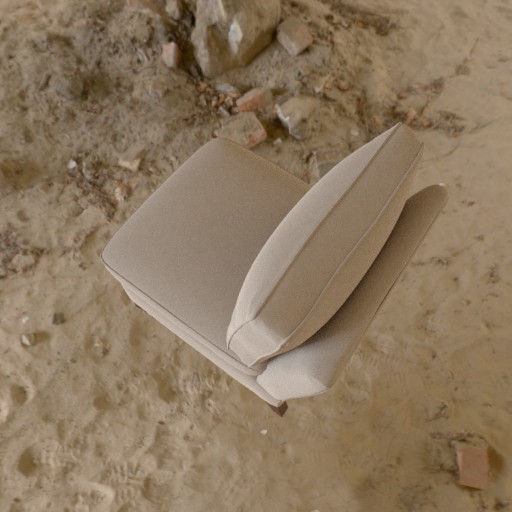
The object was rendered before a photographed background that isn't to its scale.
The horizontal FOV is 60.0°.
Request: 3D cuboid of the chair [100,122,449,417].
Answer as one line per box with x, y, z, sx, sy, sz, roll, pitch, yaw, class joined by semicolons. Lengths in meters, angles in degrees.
0.000;0.000;1.600;0.912;1.052;0.724;32;67;15;chair
